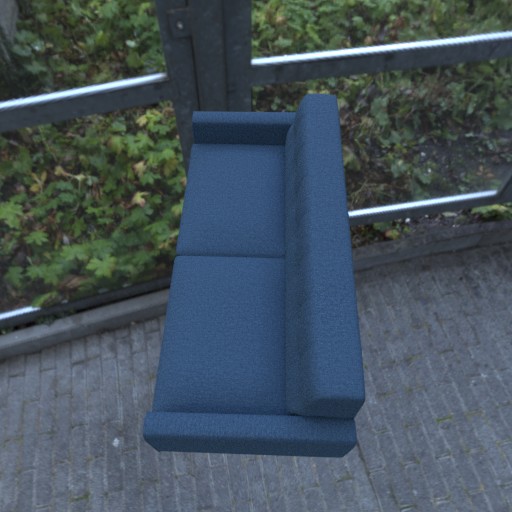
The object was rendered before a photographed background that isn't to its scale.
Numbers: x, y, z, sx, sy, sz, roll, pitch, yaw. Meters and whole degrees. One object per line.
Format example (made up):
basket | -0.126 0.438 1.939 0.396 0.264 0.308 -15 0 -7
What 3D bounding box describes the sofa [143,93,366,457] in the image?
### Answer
sofa | 0.000 0.000 2.547 0.942 0.884 2.055 2 58 1
